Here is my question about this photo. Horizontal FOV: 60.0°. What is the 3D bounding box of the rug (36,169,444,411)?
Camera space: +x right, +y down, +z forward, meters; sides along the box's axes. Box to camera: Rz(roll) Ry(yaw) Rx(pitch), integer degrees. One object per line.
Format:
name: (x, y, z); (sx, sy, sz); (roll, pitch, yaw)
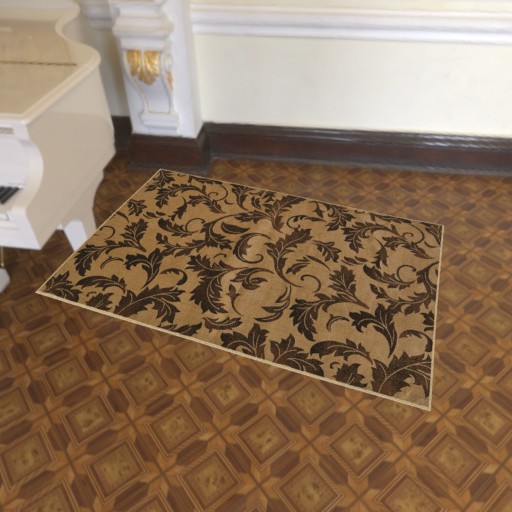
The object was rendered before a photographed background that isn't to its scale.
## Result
rug: (0.000, 0.000, 2.898); (2.284, 0.008, 1.522); (13, 43, 15)
